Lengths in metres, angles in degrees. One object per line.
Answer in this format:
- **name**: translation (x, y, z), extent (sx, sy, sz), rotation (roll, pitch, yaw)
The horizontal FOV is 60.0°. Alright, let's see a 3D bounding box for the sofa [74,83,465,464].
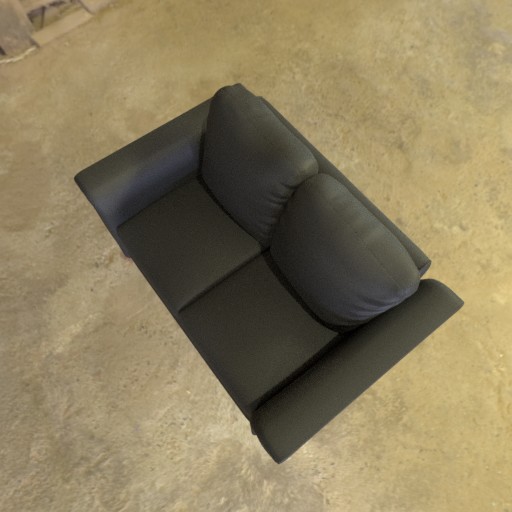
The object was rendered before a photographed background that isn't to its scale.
- **sofa**: translation (0.000, 0.000, 1.912), extent (0.887, 0.845, 1.386), rotation (-35, 70, -15)
